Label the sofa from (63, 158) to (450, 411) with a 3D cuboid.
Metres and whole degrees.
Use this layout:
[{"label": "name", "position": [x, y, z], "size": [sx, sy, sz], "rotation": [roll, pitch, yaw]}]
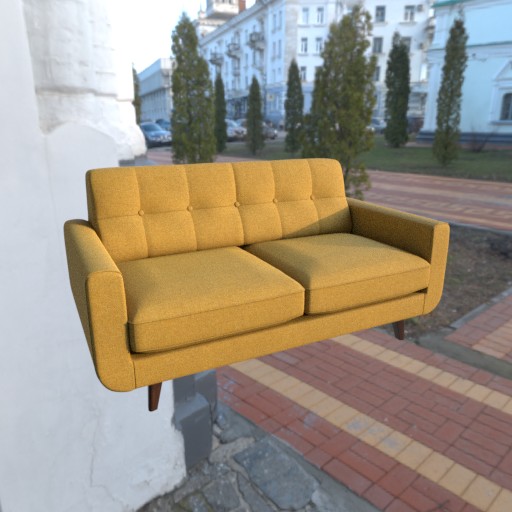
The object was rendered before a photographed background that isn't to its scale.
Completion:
[{"label": "sofa", "position": [0.000, 0.000, 2.135], "size": [1.631, 0.841, 0.909], "rotation": [-8, 19, -26]}]
